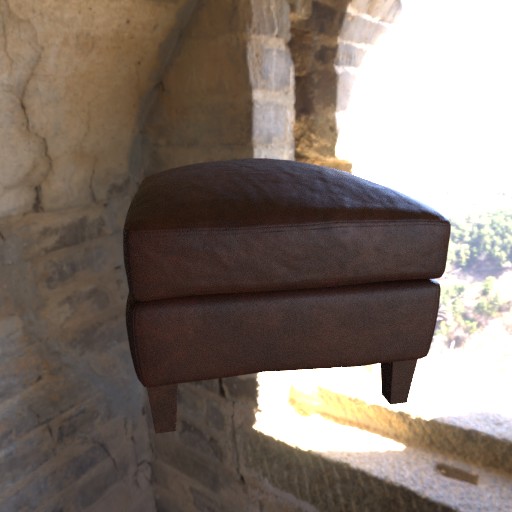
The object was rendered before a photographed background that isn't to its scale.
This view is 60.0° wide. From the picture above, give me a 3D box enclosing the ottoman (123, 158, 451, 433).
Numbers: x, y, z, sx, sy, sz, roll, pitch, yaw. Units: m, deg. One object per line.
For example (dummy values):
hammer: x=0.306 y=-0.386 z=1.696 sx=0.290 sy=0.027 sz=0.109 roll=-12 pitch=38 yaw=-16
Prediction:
ottoman: x=0.000 y=0.000 z=1.258 sx=0.659 sy=0.527 sz=0.887 roll=-3 pitch=16 yaw=-11
